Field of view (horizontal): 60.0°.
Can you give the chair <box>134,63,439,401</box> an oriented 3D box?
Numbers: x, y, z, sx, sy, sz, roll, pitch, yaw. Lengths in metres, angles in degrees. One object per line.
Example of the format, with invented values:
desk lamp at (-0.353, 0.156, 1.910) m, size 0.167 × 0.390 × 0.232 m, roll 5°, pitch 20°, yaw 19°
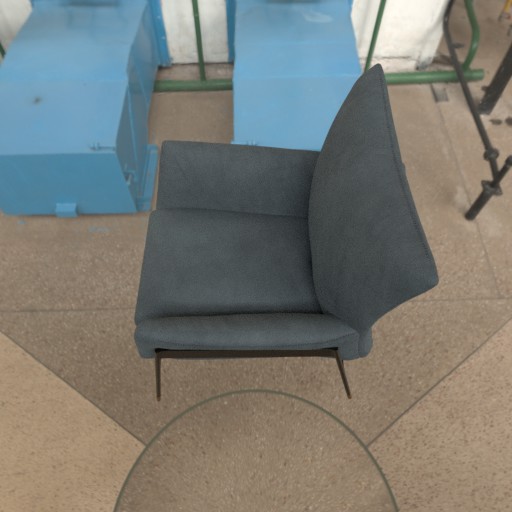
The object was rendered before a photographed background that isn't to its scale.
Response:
chair at (0.000, 0.000, 1.351) m, size 0.709 × 0.858 × 0.678 m, roll -1°, pitch 57°, yaw 0°
